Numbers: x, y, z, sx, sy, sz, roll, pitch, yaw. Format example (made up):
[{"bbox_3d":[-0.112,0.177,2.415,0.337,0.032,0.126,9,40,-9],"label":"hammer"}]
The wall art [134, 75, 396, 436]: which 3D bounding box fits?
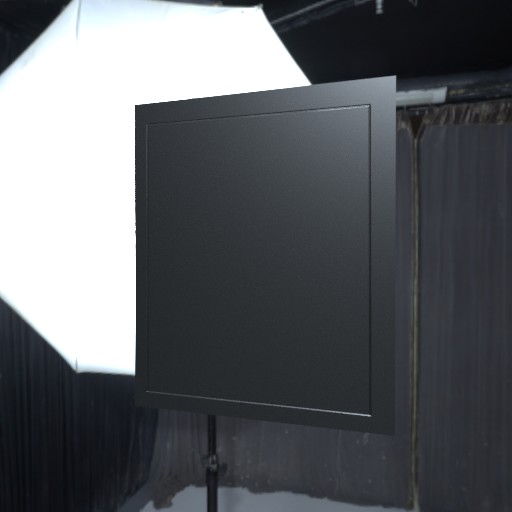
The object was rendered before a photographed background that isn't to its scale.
[{"bbox_3d":[0.000,0.000,0.769,0.461,0.558,0.031,0,1,17],"label":"wall art"}]
